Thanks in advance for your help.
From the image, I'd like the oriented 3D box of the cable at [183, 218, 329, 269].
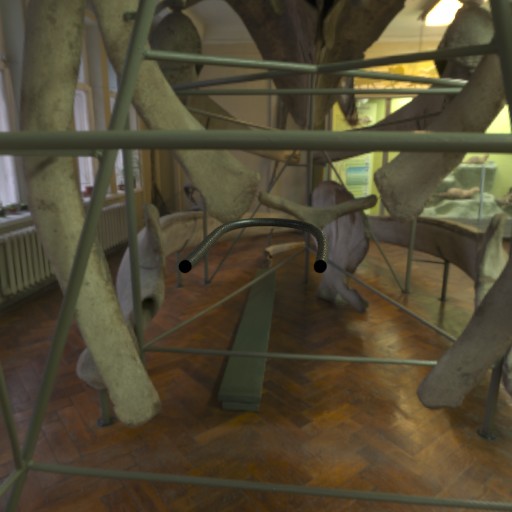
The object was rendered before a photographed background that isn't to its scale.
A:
[{"bbox_3d":[0.000,0.000,0.109,0.040,0.006,0.098,2,15,7],"label":"cable"}]
